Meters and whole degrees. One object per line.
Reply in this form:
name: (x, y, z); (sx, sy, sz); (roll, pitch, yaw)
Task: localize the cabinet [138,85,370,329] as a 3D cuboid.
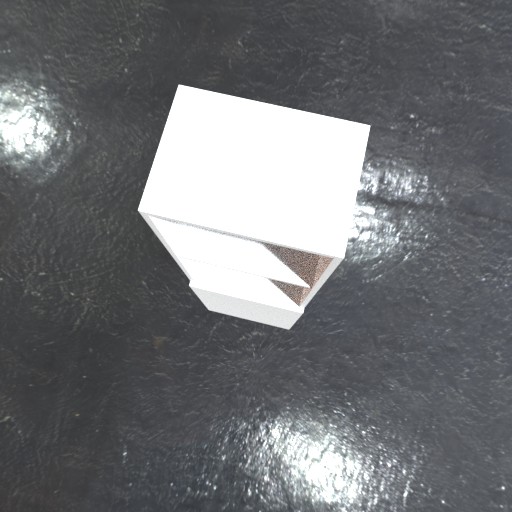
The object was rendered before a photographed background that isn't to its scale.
cabinet: (0.000, 0.000, 1.520); (0.400, 1.350, 0.300); (13, 76, 3)
